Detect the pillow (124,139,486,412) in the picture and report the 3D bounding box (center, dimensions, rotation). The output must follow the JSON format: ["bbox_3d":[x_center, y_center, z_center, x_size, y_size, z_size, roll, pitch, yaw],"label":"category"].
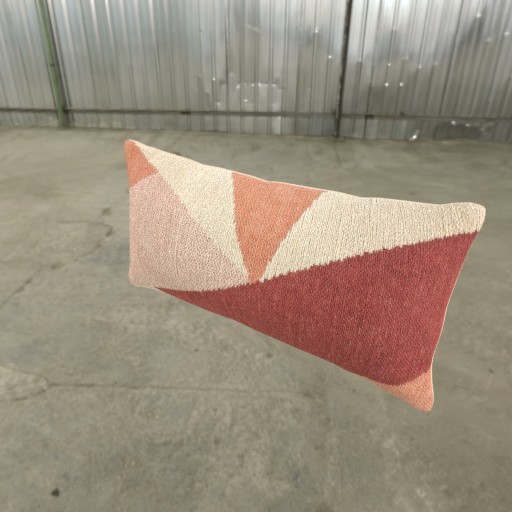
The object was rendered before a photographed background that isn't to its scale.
[{"bbox_3d":[0.000,0.000,0.708,0.609,0.292,0.155,18,33,29],"label":"pillow"}]
